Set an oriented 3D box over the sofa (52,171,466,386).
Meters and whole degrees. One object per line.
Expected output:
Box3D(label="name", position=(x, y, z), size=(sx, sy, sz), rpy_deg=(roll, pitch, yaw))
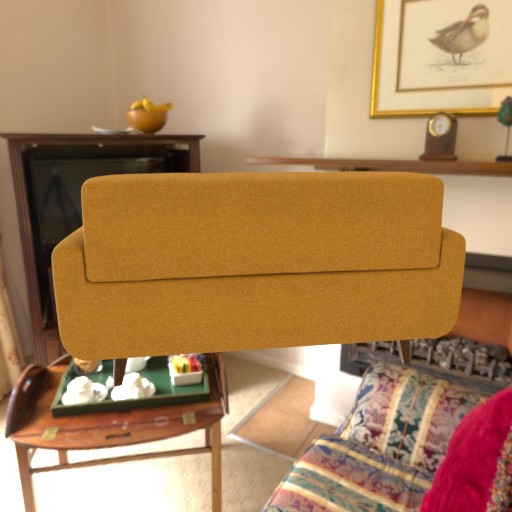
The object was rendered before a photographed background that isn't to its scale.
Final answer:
Box3D(label="sofa", position=(0.000, 0.000, 2.166), size=(1.631, 0.841, 0.909), rpy_deg=(-2, 14, -8))
